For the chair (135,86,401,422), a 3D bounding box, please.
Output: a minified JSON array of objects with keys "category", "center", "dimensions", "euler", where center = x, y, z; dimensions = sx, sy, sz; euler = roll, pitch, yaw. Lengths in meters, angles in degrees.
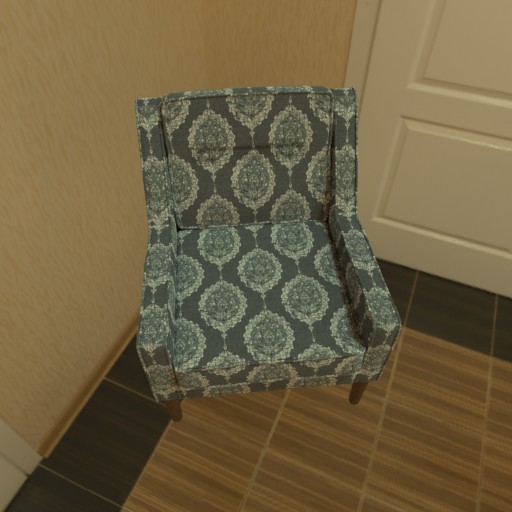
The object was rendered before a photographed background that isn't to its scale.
[{"category":"chair","center":[0.000,0.000,1.356],"dimensions":[0.663,0.792,0.743],"euler":[-4,48,-4]}]
